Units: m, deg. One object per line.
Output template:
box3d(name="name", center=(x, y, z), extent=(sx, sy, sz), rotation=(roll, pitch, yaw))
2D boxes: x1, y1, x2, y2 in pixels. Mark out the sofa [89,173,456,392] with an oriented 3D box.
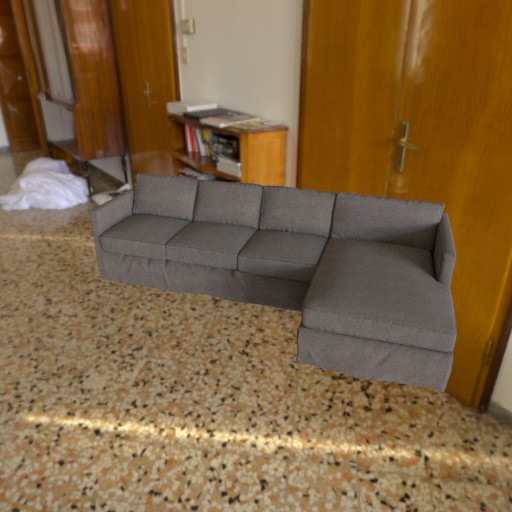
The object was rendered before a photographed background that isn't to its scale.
box3d(name="sofa", center=(0.000, 0.000, 3.872), extent=(3.205, 0.922, 1.650), rotation=(8, 27, 16))
